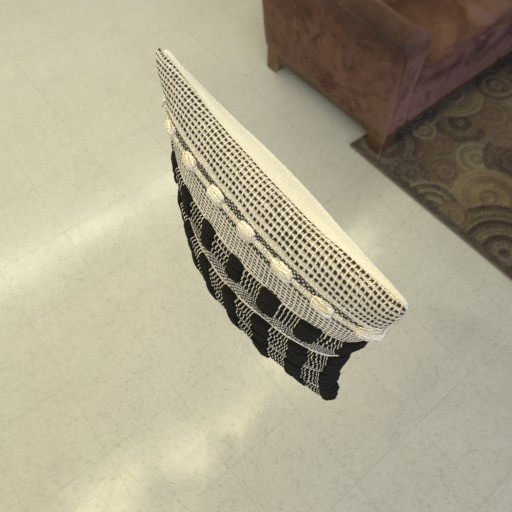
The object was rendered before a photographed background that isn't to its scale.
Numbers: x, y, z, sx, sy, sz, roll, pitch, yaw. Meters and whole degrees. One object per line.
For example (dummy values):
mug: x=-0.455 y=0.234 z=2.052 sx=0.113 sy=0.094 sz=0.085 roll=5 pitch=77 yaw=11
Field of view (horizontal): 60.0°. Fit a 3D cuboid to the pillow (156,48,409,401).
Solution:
pillow: x=0.000 y=0.000 z=0.658 sx=0.156 sy=0.438 sz=0.436 roll=-33 pitch=67 yaw=-16
